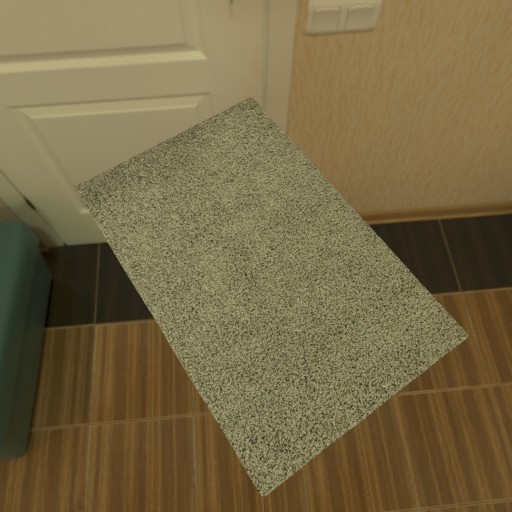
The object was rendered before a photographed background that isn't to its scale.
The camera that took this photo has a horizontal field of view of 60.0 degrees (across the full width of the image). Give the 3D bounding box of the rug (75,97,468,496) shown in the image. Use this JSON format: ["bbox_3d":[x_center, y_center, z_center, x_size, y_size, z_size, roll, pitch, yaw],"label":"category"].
[{"bbox_3d":[0.000,0.000,3.402,1.778,0.030,2.743,-32,69,-14],"label":"rug"}]
